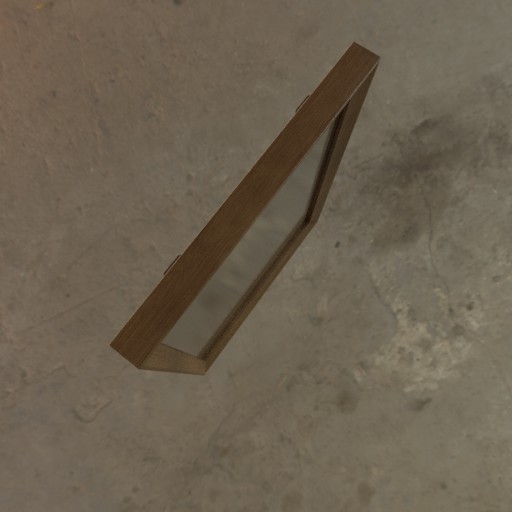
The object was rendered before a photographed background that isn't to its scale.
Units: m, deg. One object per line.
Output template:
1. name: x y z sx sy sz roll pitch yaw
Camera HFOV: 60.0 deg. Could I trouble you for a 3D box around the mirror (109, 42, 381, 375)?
1. mirror: 0.000 0.000 0.683 0.041 0.509 0.406 35 77 9
